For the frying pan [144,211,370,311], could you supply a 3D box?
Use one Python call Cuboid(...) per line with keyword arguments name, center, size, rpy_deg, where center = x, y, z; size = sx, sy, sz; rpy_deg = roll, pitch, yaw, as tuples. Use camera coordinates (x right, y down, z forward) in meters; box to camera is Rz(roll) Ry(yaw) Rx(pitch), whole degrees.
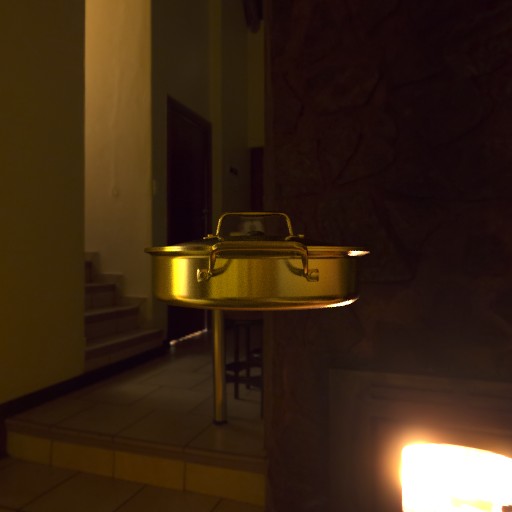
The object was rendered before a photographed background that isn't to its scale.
Cuboid(name="frying pan", center=(0.000, 0.000, 0.667), size=(0.280, 0.114, 0.561), rpy_deg=(0, 0, -1))
